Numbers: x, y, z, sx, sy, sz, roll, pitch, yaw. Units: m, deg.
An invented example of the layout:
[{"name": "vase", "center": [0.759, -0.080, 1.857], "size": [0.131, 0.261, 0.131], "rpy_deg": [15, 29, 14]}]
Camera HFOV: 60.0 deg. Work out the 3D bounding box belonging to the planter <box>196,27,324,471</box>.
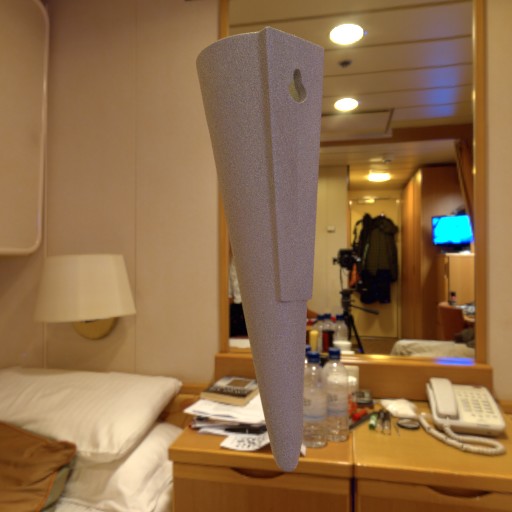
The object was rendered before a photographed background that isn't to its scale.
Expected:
[{"name": "planter", "center": [0.000, 0.000, 0.219], "size": [0.057, 0.191, 0.064], "rpy_deg": [0, -1, -35]}]
